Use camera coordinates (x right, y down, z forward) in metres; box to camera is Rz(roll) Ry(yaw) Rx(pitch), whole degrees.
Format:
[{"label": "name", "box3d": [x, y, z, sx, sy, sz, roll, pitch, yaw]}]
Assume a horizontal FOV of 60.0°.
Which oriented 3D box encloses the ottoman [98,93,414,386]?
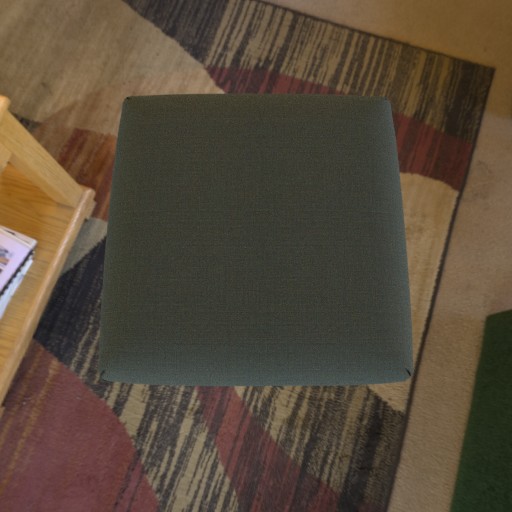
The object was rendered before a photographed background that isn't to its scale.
[{"label": "ottoman", "box3d": [0.000, 0.000, 0.917, 0.497, 0.475, 0.507, 1, 75, 0]}]
